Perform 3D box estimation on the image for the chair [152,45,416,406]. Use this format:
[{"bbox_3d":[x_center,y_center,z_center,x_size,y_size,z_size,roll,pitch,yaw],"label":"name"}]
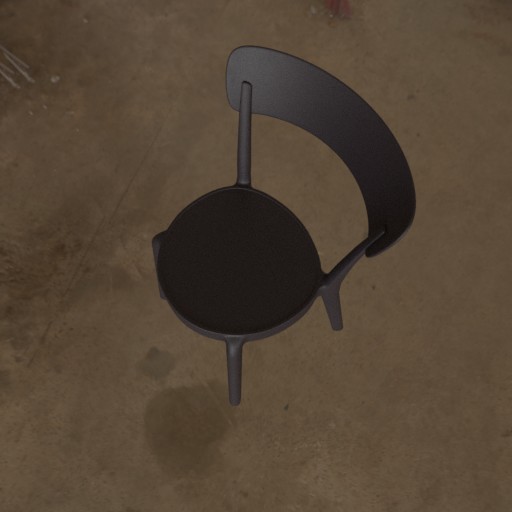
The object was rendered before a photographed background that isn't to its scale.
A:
[{"bbox_3d":[0.000,0.000,1.120,0.491,0.790,0.506,-33,69,-14],"label":"chair"}]
